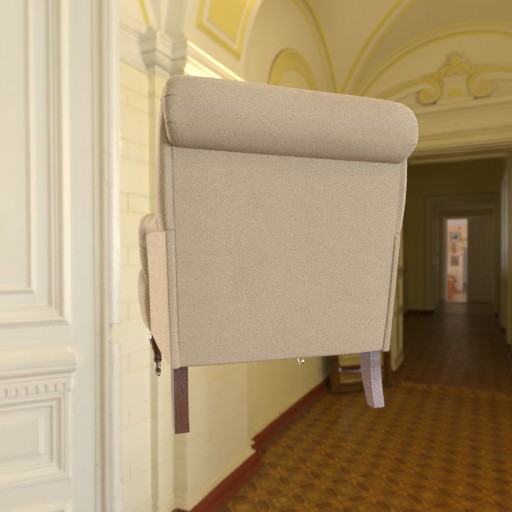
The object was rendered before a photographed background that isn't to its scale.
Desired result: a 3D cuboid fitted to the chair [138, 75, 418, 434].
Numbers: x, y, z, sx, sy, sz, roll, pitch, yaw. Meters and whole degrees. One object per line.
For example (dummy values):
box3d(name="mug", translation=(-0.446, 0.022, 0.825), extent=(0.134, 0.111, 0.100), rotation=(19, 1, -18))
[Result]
box3d(name="chair", translation=(0.000, 0.000, 1.556), extent=(0.766, 0.942, 0.842), rotation=(0, 0, -19))
